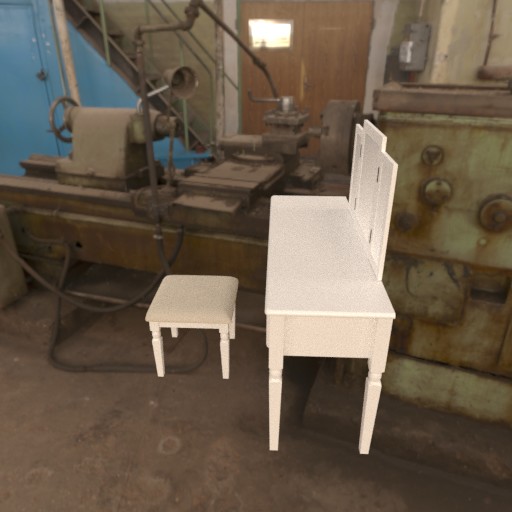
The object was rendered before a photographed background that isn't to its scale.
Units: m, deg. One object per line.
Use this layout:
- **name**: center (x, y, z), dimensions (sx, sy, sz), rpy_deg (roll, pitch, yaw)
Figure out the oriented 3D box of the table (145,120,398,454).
- **table**: center (0.000, 0.000, 2.305), dimensions (1.115, 1.310, 1.369), rpy_deg (1, 26, 2)
